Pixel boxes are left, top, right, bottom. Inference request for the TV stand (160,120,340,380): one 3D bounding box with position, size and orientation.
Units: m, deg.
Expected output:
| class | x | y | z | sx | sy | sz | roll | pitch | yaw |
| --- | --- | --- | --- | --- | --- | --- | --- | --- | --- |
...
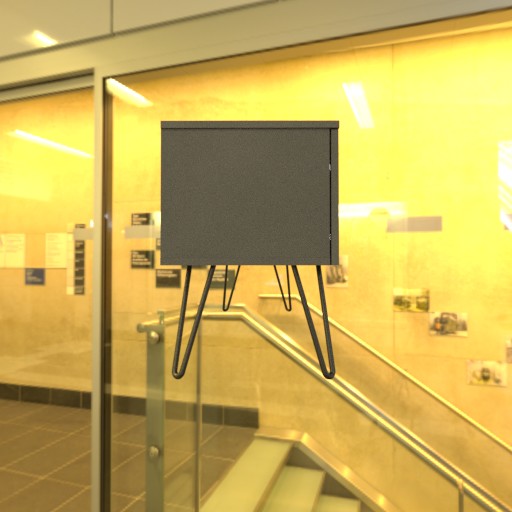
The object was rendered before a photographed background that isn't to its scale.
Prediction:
| class | x | y | z | sx | sy | sz | roll | pitch | yaw |
| --- | --- | --- | --- | --- | --- | --- | --- | --- | --- |
| TV stand | 0.000 | 0.000 | 1.648 | 0.400 | 0.560 | 1.400 | 0 | -1 | 0 |
